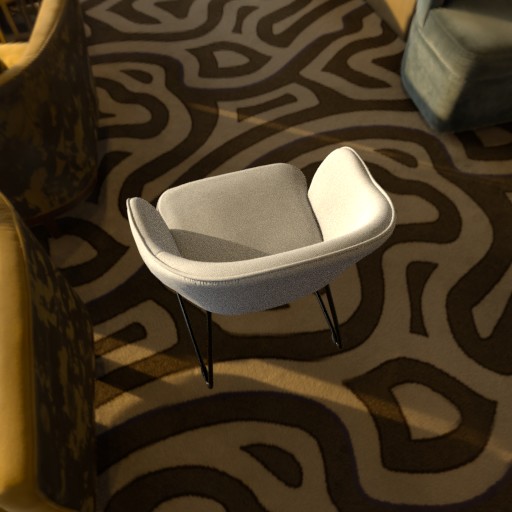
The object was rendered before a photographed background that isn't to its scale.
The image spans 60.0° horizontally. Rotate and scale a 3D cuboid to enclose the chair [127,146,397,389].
[{"bbox_3d":[0.000,0.000,1.200,0.570,0.817,0.592,-15,58,-10],"label":"chair"}]
